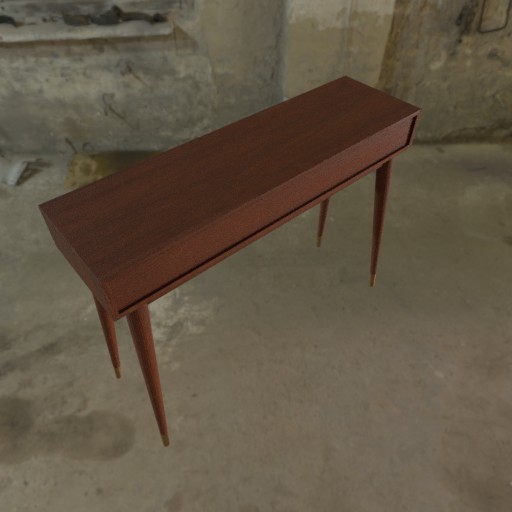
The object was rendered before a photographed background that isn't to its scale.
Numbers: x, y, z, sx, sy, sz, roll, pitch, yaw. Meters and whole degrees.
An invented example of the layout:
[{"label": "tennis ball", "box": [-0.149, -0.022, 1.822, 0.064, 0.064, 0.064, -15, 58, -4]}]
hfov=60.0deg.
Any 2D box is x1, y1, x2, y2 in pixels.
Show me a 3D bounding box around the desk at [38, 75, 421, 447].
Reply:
[{"label": "desk", "box": [0.000, 0.000, 1.666, 1.204, 0.917, 0.384, -32, 54, -27]}]
